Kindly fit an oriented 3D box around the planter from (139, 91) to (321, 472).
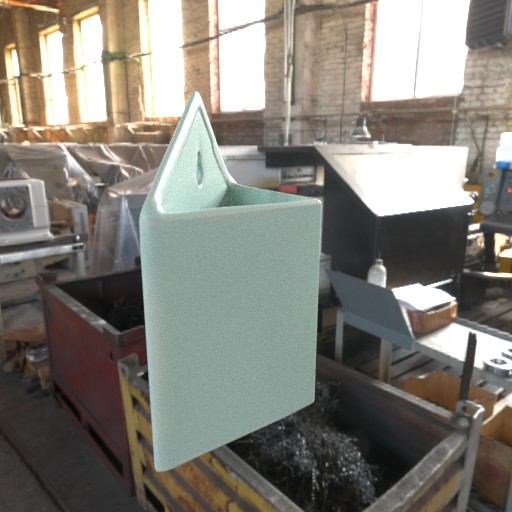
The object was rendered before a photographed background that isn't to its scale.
[{"bbox_3d":[0.000,0.000,0.279,0.079,0.197,0.164,3,15,11],"label":"planter"}]
